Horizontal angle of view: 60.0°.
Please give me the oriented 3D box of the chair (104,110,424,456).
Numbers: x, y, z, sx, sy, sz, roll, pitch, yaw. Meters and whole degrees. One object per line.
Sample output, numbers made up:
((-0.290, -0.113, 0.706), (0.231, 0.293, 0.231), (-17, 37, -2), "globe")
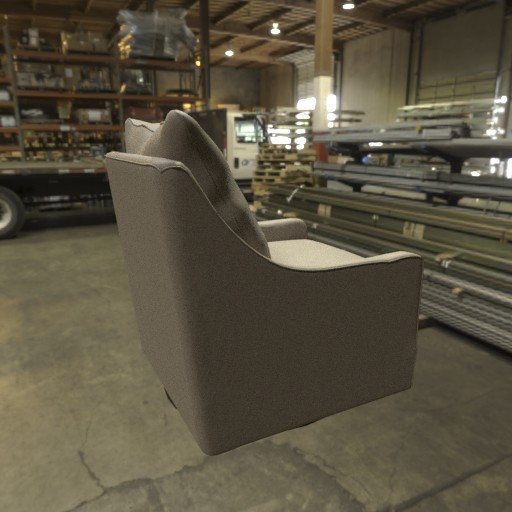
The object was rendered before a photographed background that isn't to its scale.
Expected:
((0.000, 0.000, 1.575), (0.876, 0.942, 0.760), (-8, 17, -26), "chair")
